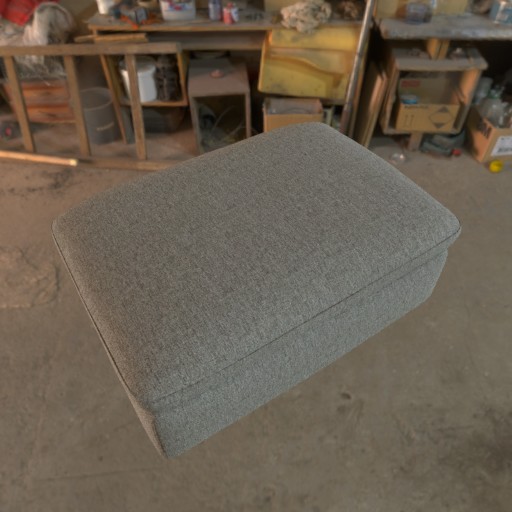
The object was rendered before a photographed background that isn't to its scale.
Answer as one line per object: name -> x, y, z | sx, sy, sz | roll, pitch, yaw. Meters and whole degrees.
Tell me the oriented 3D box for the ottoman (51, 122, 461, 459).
ottoman -> 0.000, 0.000, 1.321 | 0.977, 0.451, 0.694 | -25, 52, -22
